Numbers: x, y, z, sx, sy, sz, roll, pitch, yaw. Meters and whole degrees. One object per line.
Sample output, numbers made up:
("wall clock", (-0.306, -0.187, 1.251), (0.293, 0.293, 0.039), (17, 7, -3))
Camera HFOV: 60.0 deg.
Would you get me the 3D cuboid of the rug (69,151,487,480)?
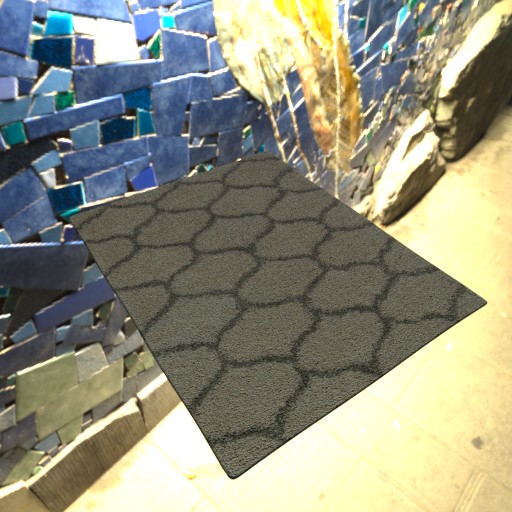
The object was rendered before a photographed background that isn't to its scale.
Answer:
("rug", (0.000, 0.000, 3.911), (2.399, 0.026, 3.000), (-24, 47, -25))
